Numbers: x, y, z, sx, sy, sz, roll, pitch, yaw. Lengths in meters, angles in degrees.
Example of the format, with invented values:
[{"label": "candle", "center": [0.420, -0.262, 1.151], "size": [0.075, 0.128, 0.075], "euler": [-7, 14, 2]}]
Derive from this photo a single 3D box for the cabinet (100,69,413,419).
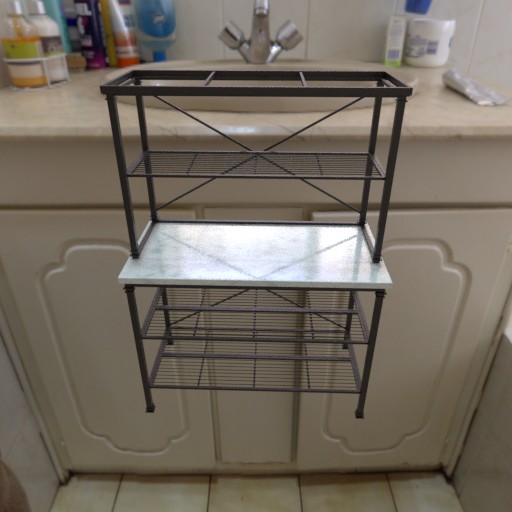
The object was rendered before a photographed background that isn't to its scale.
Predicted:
[{"label": "cabinet", "center": [0.000, 0.000, 2.228], "size": [1.210, 1.659, 0.610], "euler": [1, 30, 2]}]
